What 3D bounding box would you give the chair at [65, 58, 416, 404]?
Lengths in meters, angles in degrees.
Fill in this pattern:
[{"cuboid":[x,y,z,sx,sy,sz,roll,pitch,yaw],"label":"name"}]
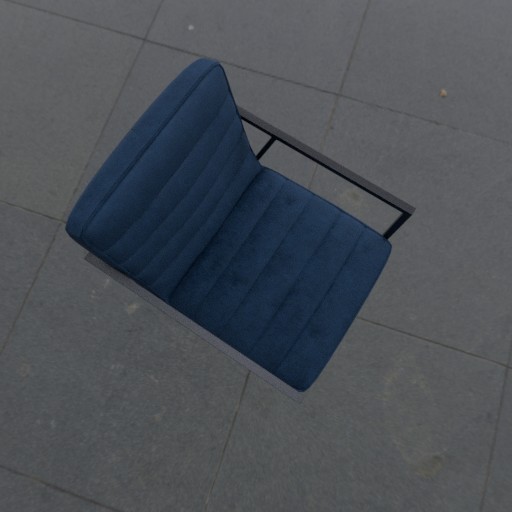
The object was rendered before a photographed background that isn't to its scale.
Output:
[{"cuboid":[0.000,0.000,1.314,0.677,0.833,0.571,32,78,8],"label":"chair"}]
